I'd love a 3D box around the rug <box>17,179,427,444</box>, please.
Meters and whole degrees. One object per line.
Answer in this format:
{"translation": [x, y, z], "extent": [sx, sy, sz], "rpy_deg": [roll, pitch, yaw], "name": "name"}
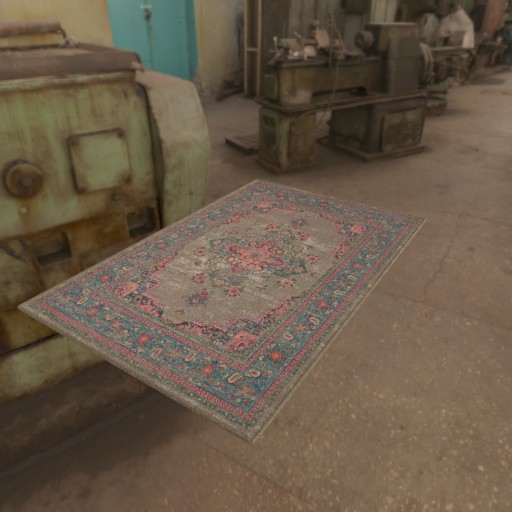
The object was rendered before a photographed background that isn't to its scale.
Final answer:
{"translation": [0.000, 0.000, 2.127], "extent": [1.144, 0.014, 1.748], "rpy_deg": [18, 35, 29], "name": "rug"}
